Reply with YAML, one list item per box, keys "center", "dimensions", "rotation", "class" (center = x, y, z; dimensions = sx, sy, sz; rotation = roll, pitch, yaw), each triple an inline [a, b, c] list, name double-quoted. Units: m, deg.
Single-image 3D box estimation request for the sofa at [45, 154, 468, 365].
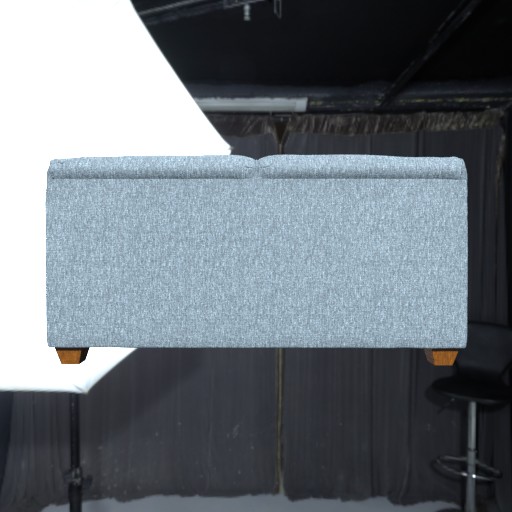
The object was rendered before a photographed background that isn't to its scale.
- center: [0.000, 0.000, 2.397]
  dimensions: [1.846, 0.958, 0.998]
  rotation: [0, 1, 0]
  class: "sofa"
